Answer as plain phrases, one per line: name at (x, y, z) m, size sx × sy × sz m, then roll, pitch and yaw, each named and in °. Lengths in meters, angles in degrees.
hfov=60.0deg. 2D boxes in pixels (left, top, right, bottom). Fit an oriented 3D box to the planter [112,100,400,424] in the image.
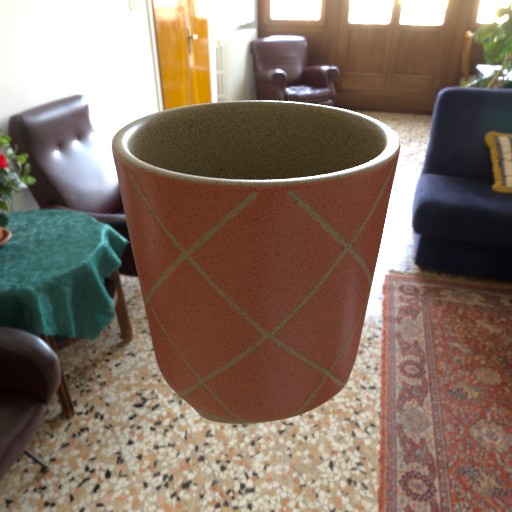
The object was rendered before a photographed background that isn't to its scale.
planter at (0.000, 0.000, 0.354) m, size 0.191 × 0.200 × 0.191 m, roll 0°, pitch 31°, yaw 0°
